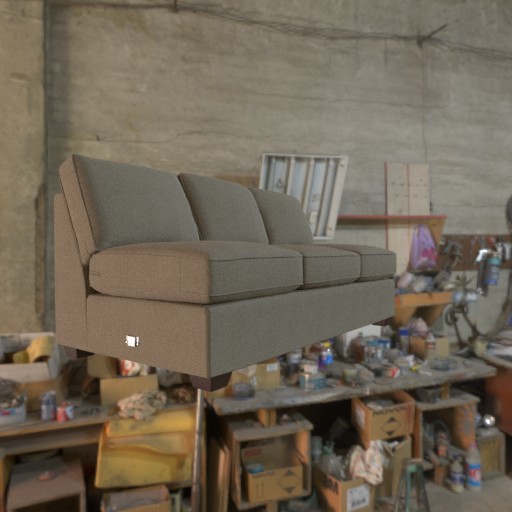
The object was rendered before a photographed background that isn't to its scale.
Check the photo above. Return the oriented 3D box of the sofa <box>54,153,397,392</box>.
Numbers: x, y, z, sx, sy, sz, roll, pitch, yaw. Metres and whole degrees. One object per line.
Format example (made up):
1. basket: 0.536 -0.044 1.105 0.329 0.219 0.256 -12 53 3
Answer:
1. sofa: 0.000 0.000 2.787 1.127 1.036 2.092 1 1 37
